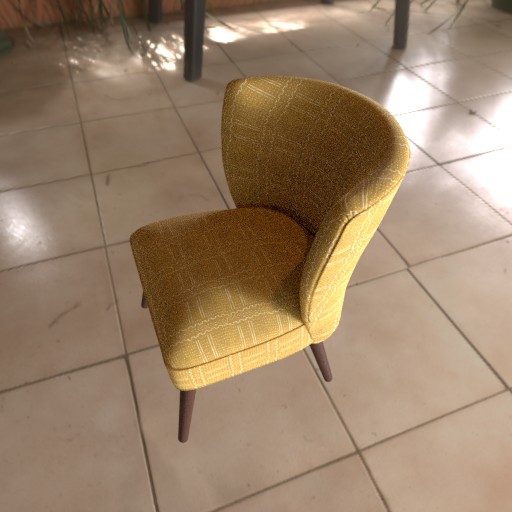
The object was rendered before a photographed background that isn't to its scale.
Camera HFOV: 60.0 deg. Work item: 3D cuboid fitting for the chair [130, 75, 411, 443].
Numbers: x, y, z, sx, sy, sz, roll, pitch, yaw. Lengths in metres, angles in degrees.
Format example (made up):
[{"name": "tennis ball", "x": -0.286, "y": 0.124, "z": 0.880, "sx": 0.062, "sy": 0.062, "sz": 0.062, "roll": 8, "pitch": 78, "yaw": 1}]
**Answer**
[{"name": "chair", "x": 0.000, "y": 0.000, "z": 1.389, "sx": 0.758, "sy": 0.866, "sz": 0.706, "roll": -16, "pitch": 48, "yaw": -15}]
